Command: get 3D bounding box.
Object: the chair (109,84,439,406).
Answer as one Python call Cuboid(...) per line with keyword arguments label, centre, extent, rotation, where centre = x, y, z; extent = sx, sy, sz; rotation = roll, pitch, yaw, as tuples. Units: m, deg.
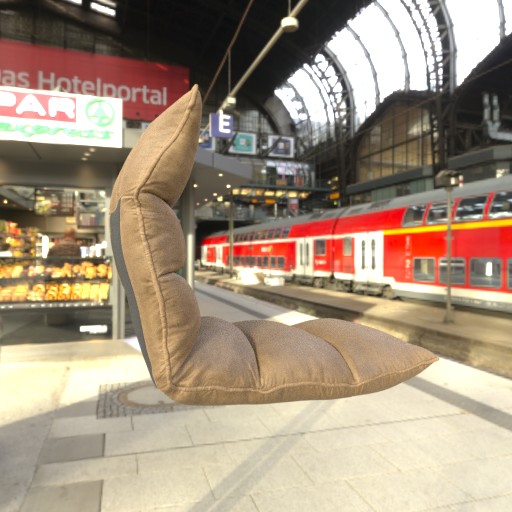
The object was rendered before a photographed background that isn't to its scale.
Cuboid(label="chair", centre=(0.000, 0.000, 1.569), extent=(0.985, 0.892, 0.714), rotation=(0, 0, -19))
